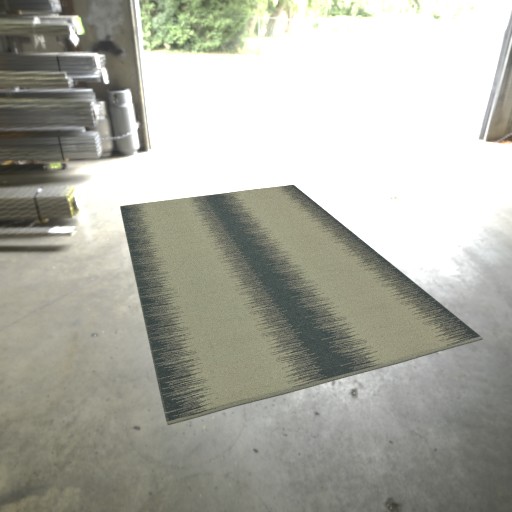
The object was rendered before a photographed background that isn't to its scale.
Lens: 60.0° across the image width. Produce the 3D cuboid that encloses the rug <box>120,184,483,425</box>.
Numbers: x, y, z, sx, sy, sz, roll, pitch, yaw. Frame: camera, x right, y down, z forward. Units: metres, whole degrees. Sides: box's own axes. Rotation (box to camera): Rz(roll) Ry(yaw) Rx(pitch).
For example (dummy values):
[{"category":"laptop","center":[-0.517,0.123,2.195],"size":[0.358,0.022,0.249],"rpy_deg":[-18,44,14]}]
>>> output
[{"category":"rug","center":[0.000,0.000,2.309],"size":[1.234,0.006,1.854],"rpy_deg":[-10,31,-17]}]
